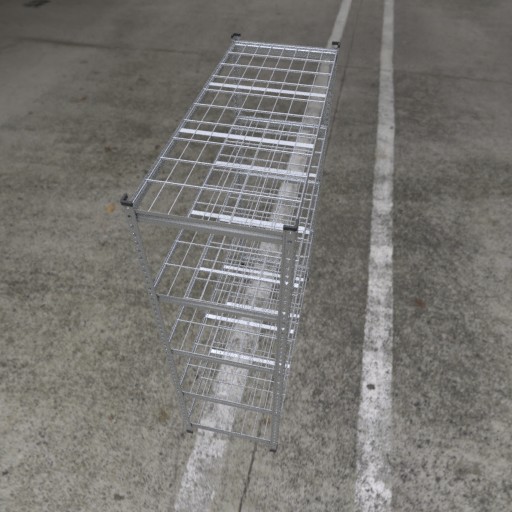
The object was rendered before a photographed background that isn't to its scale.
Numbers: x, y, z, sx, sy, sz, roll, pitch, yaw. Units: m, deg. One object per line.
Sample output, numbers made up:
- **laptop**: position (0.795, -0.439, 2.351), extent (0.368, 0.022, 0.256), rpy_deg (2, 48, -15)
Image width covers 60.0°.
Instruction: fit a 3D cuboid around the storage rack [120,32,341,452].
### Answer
- **storage rack**: position (0.000, 0.000, 2.682), extent (0.610, 1.981, 1.524), rpy_deg (9, 48, 9)
